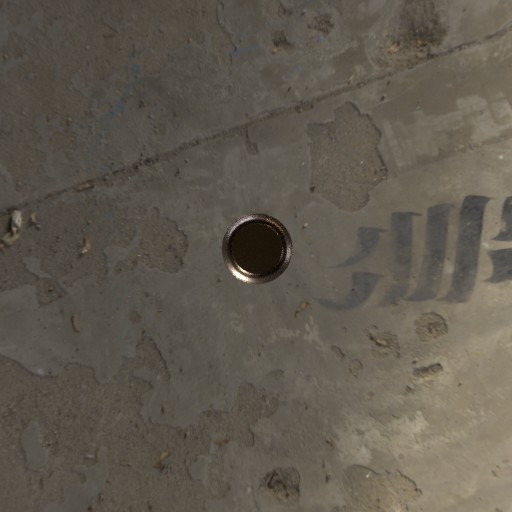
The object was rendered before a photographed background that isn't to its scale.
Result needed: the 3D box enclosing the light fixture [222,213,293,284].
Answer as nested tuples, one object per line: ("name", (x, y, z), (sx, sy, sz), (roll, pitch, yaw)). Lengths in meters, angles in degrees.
("light fixture", (0.000, 0.000, 1.494), (0.211, 1.367, 0.217), (0, 89, 0))
